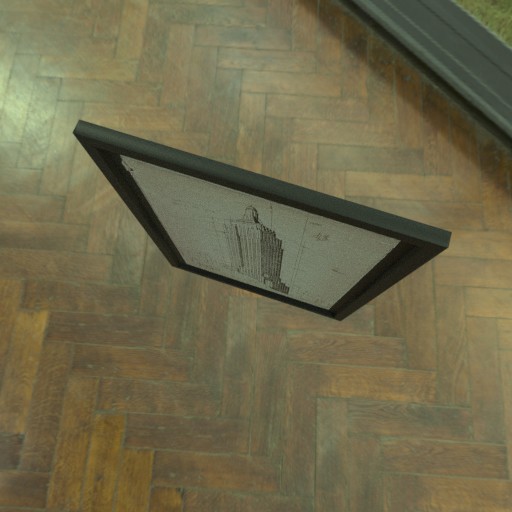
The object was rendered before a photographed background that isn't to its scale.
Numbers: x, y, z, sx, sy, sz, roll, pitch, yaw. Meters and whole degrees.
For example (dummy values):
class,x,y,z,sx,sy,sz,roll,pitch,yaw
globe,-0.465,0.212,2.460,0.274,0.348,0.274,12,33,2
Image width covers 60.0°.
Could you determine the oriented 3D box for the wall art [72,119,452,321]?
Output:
class,x,y,z,sx,sy,sz,roll,pitch,yaw
wall art,0.000,0.000,0.549,0.303,0.431,0.013,18,75,5
